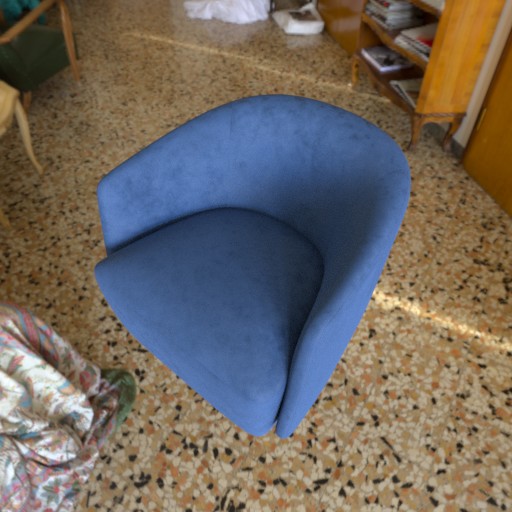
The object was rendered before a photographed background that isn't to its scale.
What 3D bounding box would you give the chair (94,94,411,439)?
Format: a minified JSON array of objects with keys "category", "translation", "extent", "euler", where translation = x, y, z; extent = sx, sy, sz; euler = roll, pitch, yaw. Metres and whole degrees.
[{"category":"chair","translation":[0.000,0.000,1.343],"extent":[0.773,0.698,0.767],"euler":[32,53,27]}]
